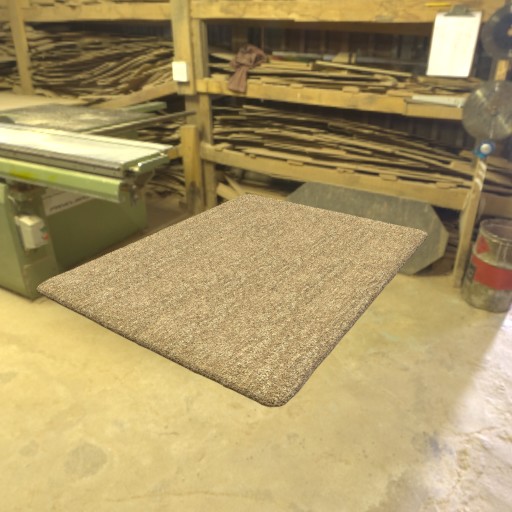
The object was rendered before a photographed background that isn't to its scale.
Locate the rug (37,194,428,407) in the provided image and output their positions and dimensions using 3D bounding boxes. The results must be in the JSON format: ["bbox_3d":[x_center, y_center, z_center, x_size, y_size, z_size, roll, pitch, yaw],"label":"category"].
[{"bbox_3d":[0.000,0.000,3.887,2.242,0.050,2.873,17,30,30],"label":"rug"}]
